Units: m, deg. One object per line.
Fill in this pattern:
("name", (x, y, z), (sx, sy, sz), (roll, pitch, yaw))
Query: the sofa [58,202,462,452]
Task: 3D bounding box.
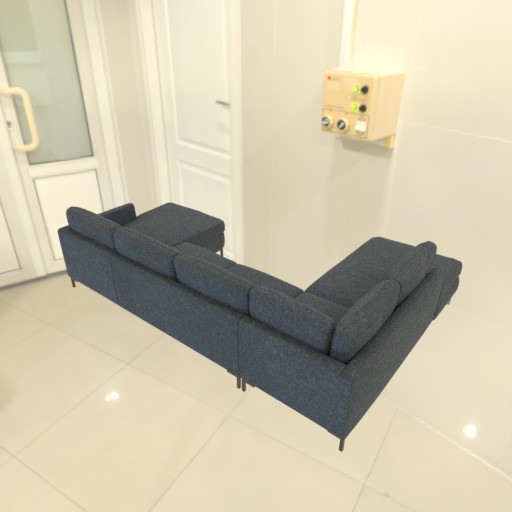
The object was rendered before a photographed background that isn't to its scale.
("sofa", (0.000, 0.000, 3.880), (2.956, 0.813, 2.007), (21, 36, 33))
